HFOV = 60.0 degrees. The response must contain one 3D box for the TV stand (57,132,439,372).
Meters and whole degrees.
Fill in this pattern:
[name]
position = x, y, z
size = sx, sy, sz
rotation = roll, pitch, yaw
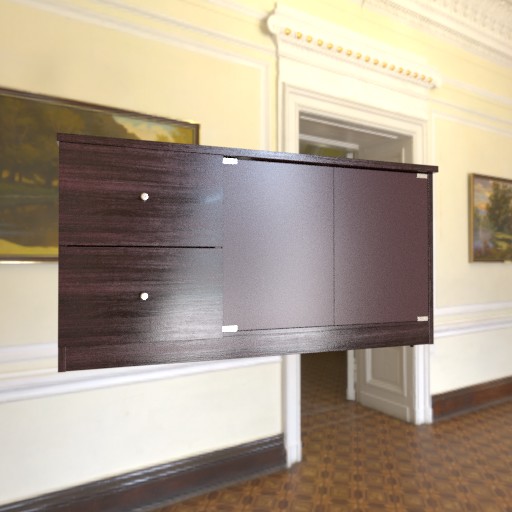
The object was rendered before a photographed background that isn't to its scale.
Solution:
[TV stand]
position = 0.000, 0.000, 1.481
size = 1.192, 0.614, 0.404
rotation = 0, -1, -19
